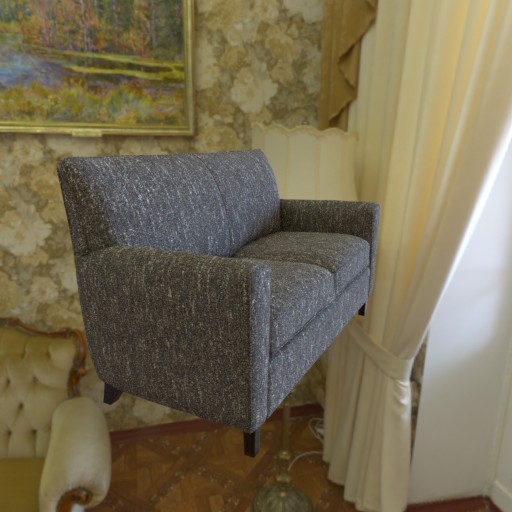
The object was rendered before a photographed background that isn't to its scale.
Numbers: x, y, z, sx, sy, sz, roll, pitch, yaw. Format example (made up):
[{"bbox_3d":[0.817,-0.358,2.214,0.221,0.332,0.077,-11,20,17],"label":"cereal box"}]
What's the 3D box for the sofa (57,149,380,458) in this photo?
[{"bbox_3d":[0.000,0.000,2.075,0.801,0.946,1.519,8,17,27],"label":"sofa"}]
